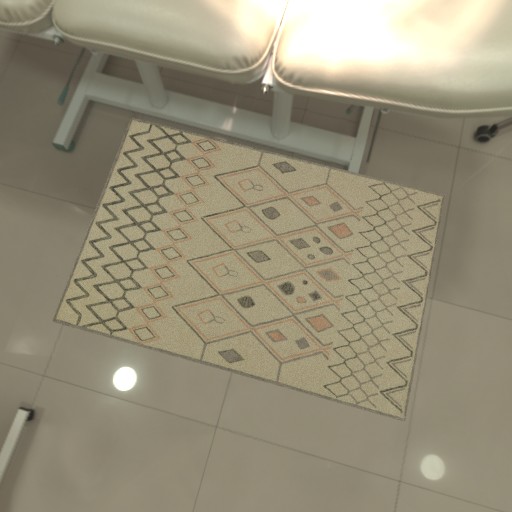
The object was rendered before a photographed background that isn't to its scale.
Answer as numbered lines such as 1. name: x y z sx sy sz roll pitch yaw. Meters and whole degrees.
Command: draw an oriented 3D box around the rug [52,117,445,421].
1. rug: 0.000 0.000 2.355 1.829 0.016 1.219 15 76 4
